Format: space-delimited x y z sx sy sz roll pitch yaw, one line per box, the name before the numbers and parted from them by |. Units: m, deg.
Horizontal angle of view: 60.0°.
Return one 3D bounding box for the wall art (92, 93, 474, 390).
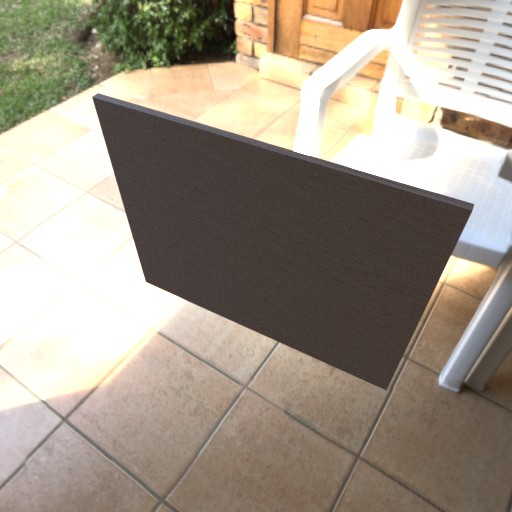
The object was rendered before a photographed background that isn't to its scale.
wall art | 0.000 0.000 0.688 0.508 0.406 0.013 21 51 18
